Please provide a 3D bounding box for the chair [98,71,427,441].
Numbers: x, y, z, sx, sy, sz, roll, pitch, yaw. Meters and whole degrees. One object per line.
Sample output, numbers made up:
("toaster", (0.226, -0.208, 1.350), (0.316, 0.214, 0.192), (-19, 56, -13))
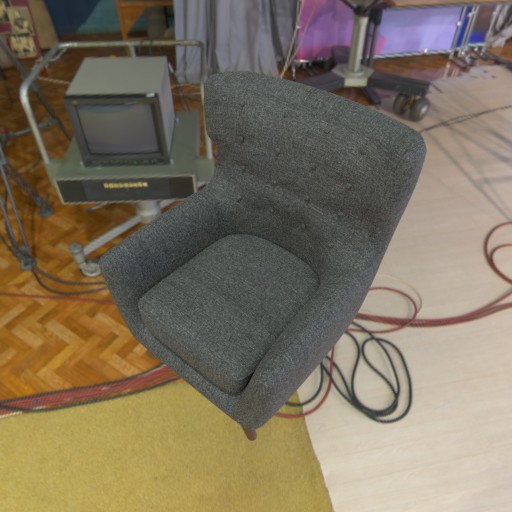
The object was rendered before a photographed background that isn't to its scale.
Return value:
("chair", (0.000, 0.000, 1.748), (0.878, 1.063, 0.904), (30, 53, 26))
